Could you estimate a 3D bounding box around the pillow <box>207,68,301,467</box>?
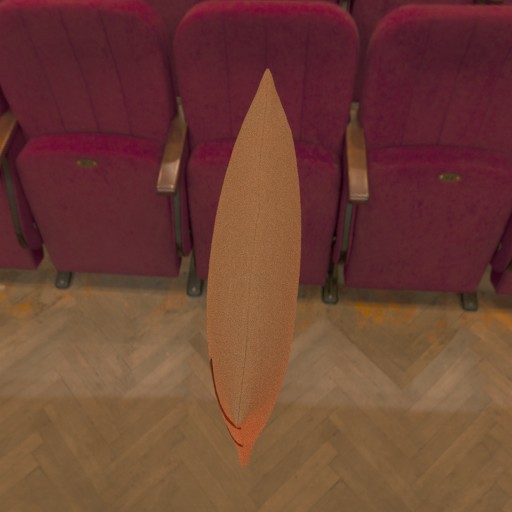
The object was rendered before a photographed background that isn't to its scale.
[{"bbox_3d":[0.000,0.000,0.745,0.148,0.308,0.612,3,58,2],"label":"pillow"}]
